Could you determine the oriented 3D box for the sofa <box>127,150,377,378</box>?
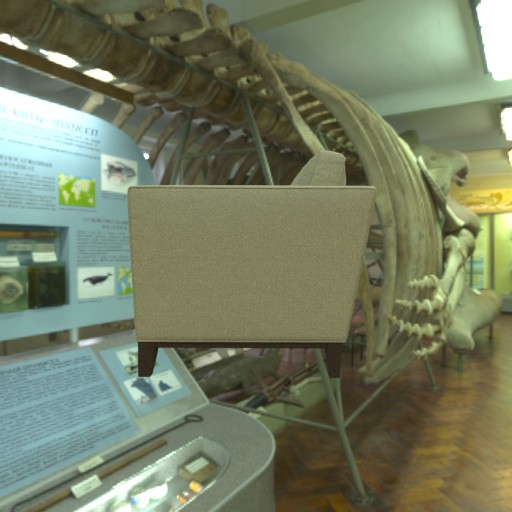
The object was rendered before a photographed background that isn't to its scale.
[{"bbox_3d":[0.000,0.000,2.886,0.965,0.940,2.388,0,1,1],"label":"sofa"}]
